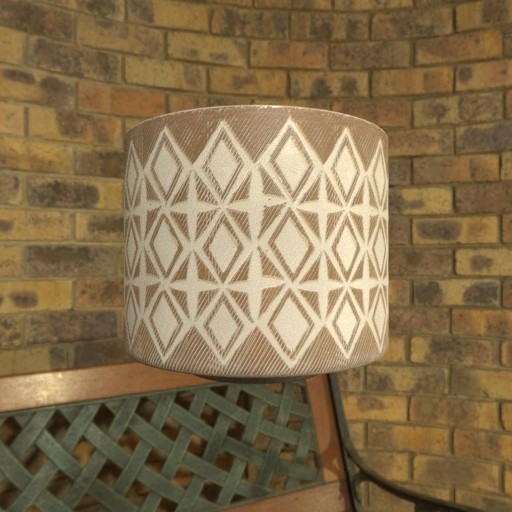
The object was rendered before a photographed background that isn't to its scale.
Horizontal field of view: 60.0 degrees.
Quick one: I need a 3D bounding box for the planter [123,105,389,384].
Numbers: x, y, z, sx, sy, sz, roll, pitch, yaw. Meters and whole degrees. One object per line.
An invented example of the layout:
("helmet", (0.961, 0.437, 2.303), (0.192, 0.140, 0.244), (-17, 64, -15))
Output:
("planter", (0.000, 0.000, 0.337), (0.193, 0.165, 0.193), (0, 0, 0))
